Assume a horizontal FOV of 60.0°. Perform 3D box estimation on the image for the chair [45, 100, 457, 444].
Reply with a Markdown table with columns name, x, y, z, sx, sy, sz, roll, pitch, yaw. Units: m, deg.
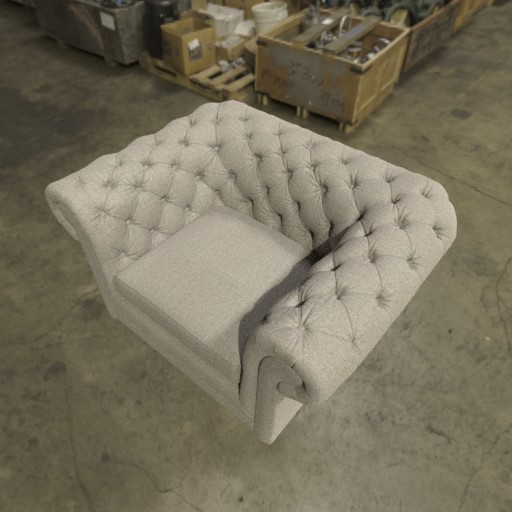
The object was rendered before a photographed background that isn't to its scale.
| name | x | y | z | sx | sy | sz | roll | pitch | yaw |
| --- | --- | --- | --- | --- | --- | --- | --- | --- | --- |
| chair | 0.000 | 0.000 | 1.829 | 1.270 | 0.770 | 0.976 | 31 | 53 | 27 |
